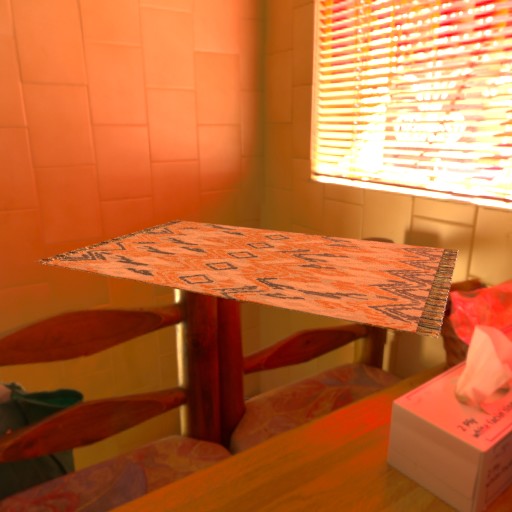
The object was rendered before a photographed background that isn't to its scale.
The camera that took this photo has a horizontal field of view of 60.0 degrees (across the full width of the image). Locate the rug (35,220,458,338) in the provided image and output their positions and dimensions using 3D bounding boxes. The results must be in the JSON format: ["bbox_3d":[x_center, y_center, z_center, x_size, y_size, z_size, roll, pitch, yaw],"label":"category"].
[{"bbox_3d":[0.000,0.000,2.982,2.428,0.010,1.533,8,18,25],"label":"rug"}]
